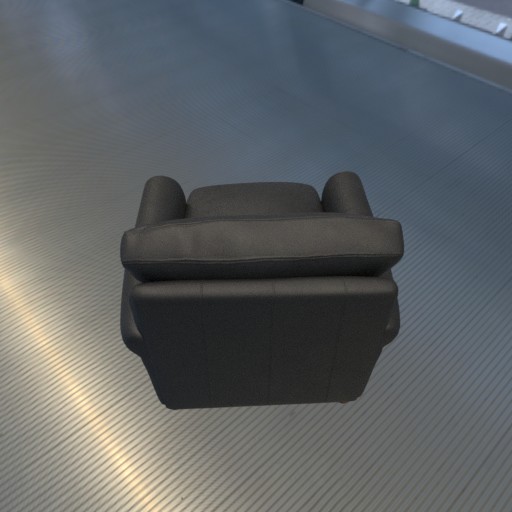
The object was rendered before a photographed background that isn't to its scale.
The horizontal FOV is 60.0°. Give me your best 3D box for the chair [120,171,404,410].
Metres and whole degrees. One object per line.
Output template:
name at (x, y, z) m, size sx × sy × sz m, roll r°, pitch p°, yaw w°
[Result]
chair at (0.000, 0.000, 1.818) m, size 1.015 × 0.960 × 1.027 m, roll 2°, pitch 48°, yaw 2°
